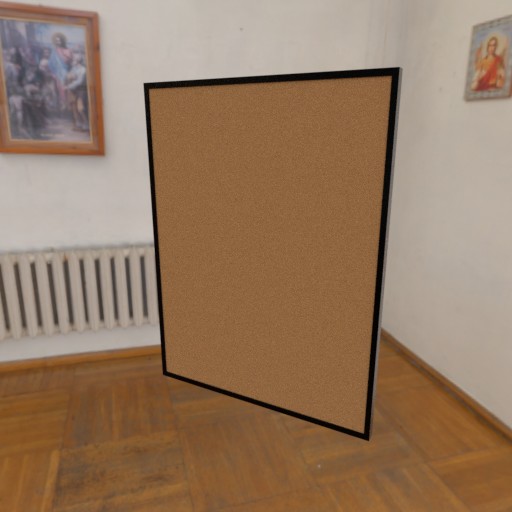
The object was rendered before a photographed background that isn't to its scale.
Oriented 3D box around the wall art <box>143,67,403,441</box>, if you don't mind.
[{"bbox_3d":[0.000,0.000,1.409,0.805,1.062,0.040,8,18,27],"label":"wall art"}]
